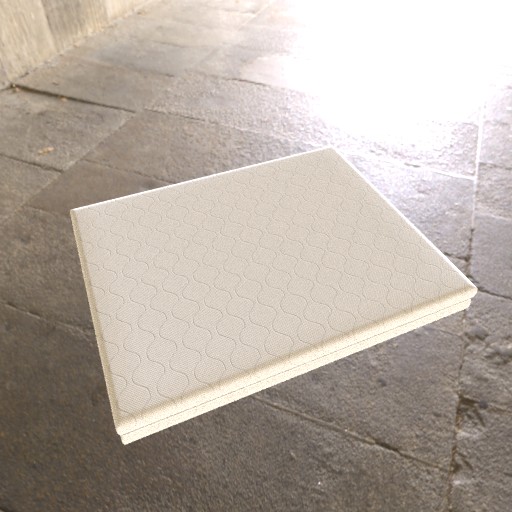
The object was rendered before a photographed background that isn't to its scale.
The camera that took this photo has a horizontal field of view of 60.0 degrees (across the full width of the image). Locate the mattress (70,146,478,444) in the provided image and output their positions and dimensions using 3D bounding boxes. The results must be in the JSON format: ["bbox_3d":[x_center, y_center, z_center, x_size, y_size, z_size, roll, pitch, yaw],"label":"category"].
[{"bbox_3d":[0.000,0.000,2.748,2.000,0.200,1.600,-17,48,-16],"label":"mattress"}]
